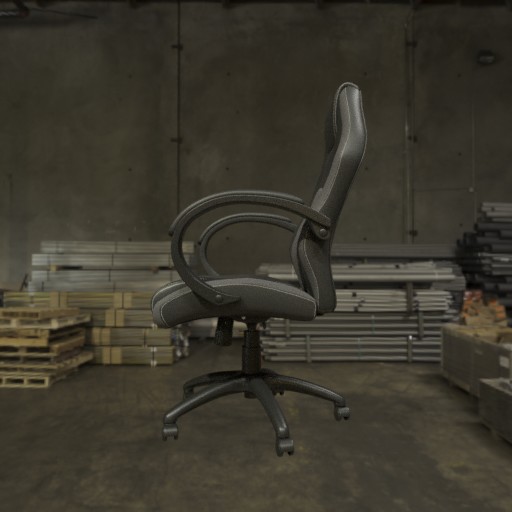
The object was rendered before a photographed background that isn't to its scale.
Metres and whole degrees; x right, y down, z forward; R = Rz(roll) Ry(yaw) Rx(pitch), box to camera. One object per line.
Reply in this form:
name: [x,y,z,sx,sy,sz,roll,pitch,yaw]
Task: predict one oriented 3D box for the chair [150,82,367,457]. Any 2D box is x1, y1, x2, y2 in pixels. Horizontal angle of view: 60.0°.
chair: [0.000,0.000,1.623,0.724,1.187,0.673,0,-1,1]
